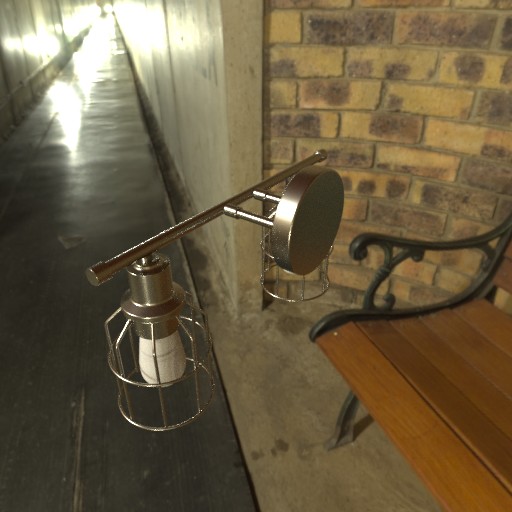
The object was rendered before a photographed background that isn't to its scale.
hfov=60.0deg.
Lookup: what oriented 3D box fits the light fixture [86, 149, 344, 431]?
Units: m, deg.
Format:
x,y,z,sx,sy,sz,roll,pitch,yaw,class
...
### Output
x,y,z,sx,sy,sz,roll,pitch,yaw,class
0.000,0.000,0.544,0.165,0.254,0.406,21,37,30,light fixture
